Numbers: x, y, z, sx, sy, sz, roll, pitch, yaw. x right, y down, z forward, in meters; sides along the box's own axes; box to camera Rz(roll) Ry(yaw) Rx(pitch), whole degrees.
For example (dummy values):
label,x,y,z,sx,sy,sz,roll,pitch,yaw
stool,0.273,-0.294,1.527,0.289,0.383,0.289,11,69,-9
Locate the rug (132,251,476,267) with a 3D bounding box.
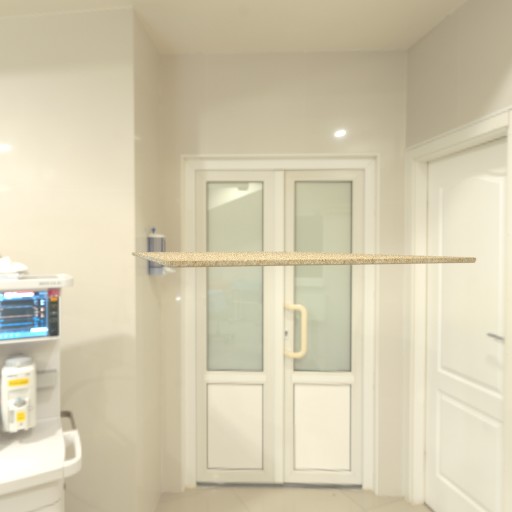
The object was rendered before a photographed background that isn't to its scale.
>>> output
label,x,y,z,sx,sy,sz,roll,pitch,yaw
rug,0.000,0.000,3.013,1.500,0.025,2.349,0,1,-19
